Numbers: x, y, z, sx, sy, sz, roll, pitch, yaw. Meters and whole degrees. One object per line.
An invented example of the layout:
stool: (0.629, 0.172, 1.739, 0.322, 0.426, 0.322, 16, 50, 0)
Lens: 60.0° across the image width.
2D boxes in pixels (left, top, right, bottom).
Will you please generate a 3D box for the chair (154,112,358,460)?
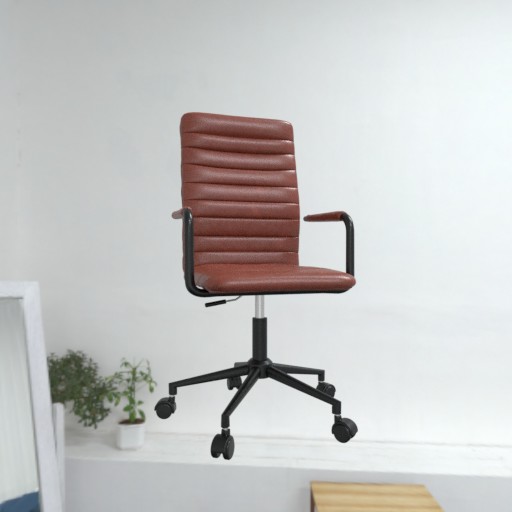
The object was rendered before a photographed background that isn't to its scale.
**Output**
chair: (0.000, 0.000, 1.369, 0.608, 0.979, 0.580, 0, 0, -17)
